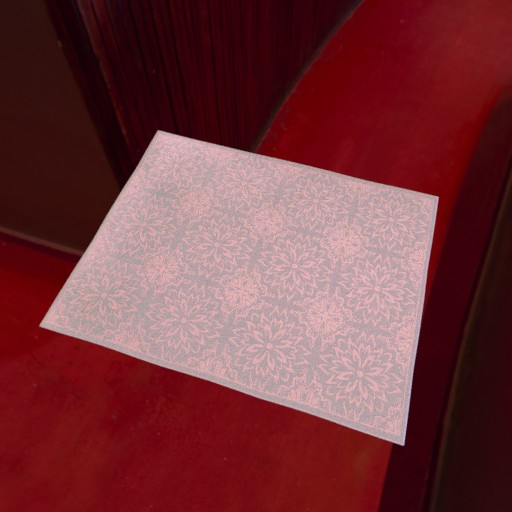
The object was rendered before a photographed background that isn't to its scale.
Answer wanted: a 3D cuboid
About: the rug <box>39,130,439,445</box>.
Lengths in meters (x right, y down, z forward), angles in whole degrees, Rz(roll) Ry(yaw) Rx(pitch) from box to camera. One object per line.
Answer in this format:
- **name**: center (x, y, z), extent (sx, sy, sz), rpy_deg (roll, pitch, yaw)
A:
- **rug**: center (0.000, 0.000, 3.978), extent (2.980, 0.012, 2.363), rpy_deg (15, 60, 9)
